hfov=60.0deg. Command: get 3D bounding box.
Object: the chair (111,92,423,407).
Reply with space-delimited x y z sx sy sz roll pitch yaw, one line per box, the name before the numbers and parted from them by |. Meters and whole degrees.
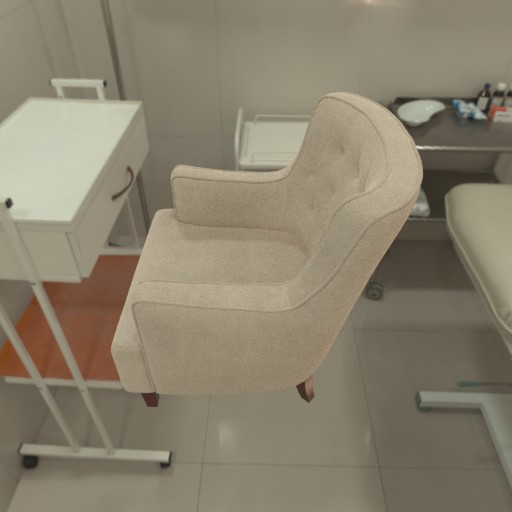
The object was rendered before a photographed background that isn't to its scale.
chair | 0.000 0.000 1.577 0.910 0.920 0.781 1 41 1
